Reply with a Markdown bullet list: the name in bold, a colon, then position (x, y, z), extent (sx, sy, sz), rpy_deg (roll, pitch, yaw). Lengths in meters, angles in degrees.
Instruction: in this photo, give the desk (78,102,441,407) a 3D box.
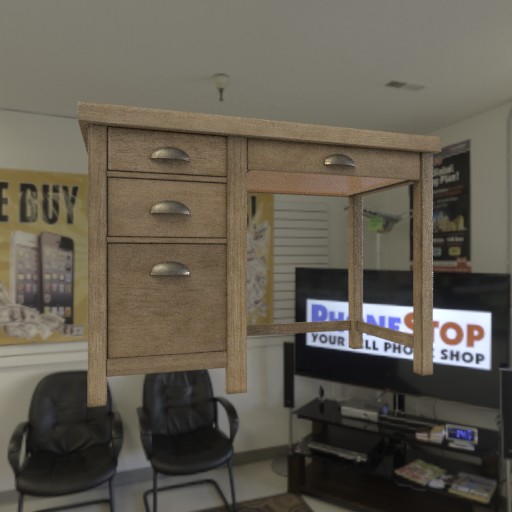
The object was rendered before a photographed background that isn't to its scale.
- **desk**: position (0.000, 0.000, 1.785), extent (1.289, 0.912, 0.610), rpy_deg (0, 0, -17)
